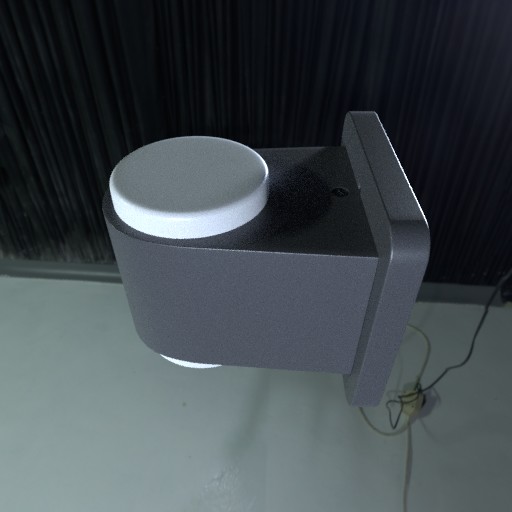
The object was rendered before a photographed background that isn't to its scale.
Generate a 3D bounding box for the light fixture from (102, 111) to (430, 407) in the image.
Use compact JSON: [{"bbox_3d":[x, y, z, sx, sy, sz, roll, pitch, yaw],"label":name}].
[{"bbox_3d":[0.000,0.000,0.218,0.132,0.109,0.109,0,41,0],"label":"light fixture"}]
